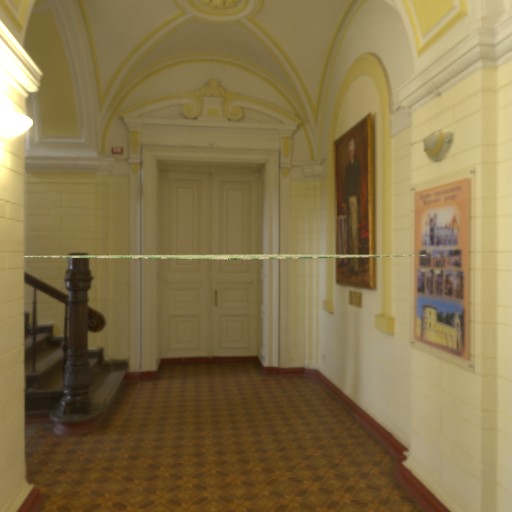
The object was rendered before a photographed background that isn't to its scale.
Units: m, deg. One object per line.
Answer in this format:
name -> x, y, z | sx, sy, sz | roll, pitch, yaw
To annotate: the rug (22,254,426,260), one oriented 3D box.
rug -> 0.000, 0.000, 2.327 | 1.220, 0.006, 1.826 | 0, 1, 37
